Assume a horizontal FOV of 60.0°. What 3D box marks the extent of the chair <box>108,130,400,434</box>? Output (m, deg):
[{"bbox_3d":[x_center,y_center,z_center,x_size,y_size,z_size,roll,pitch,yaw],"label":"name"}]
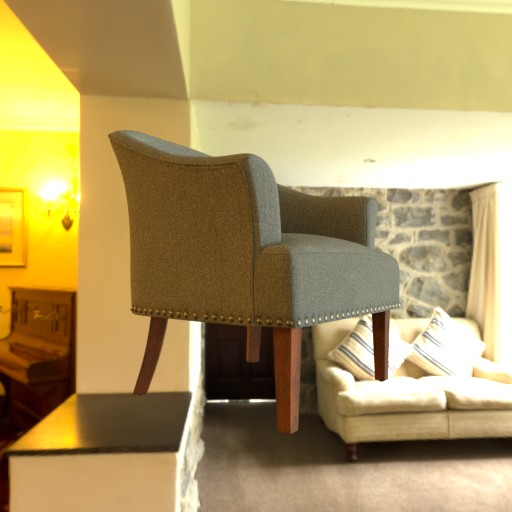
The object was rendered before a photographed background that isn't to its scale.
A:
[{"bbox_3d":[0.000,0.000,1.408,0.704,0.815,0.798,-2,-3,36],"label":"chair"}]
